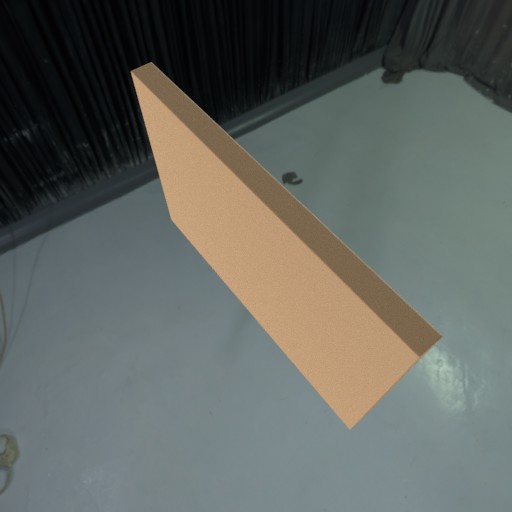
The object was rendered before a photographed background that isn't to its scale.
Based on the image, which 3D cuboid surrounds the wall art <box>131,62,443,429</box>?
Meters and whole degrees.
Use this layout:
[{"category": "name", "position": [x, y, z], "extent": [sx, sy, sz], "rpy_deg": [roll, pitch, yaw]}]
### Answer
[{"category": "wall art", "position": [0.000, 0.000, 0.776], "extent": [0.039, 0.407, 0.609], "rpy_deg": [-34, 64, -19]}]
